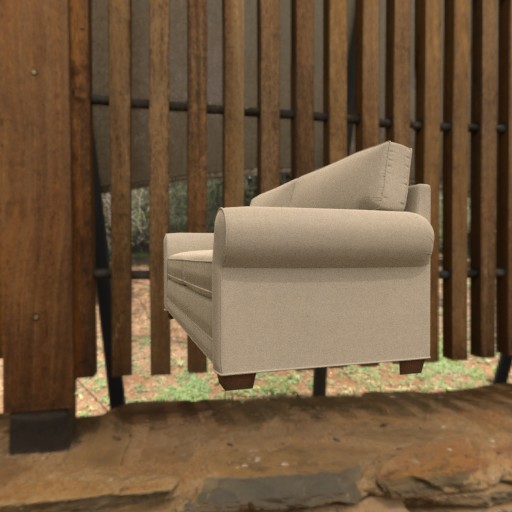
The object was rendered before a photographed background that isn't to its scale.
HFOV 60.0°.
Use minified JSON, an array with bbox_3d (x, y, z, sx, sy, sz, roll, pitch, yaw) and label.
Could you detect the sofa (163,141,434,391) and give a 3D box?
[{"bbox_3d":[0.000,0.000,2.634,0.901,0.962,2.146,0,0,-17],"label":"sofa"}]
